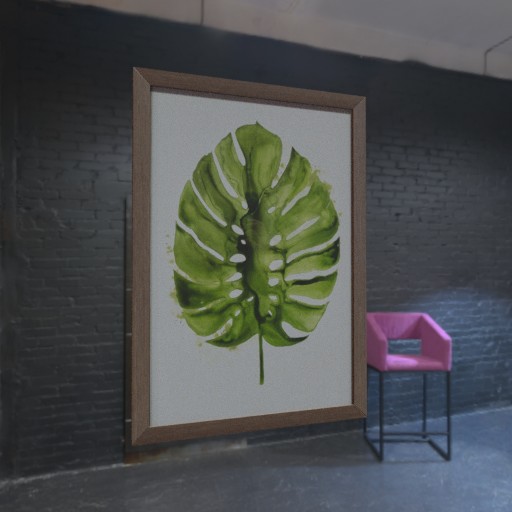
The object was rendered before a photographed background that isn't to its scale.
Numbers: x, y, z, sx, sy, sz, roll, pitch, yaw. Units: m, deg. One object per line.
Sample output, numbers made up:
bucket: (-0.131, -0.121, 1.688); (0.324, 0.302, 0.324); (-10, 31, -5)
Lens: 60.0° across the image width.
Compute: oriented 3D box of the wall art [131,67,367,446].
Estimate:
wall art: (0.000, 0.000, 0.665); (0.358, 0.510, 0.032); (0, -1, -18)
